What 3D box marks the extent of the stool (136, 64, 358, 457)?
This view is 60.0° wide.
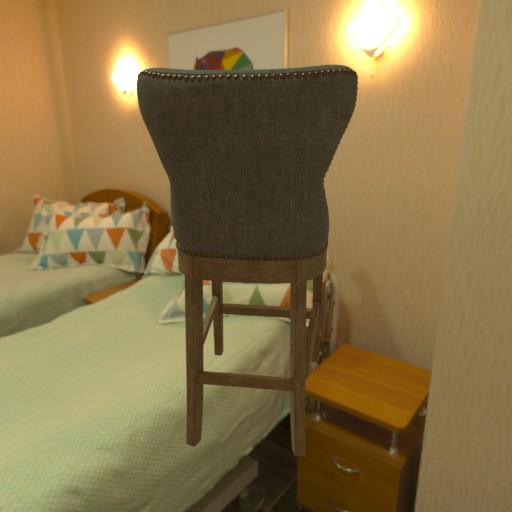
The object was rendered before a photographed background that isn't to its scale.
[{"bbox_3d":[0.000,0.000,1.300,0.498,0.981,0.608,2,17,8],"label":"stool"}]
